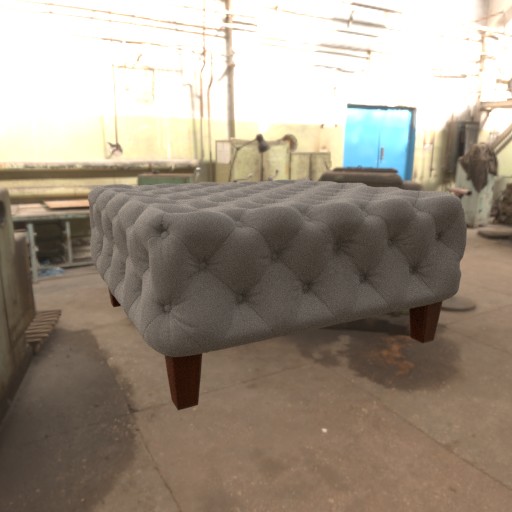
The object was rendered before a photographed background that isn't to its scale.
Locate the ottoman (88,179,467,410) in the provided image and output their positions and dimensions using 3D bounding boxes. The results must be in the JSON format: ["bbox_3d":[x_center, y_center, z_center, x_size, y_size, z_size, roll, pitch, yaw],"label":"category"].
[{"bbox_3d":[0.000,0.000,1.424,0.917,0.439,0.911,-7,15,-27],"label":"ottoman"}]
